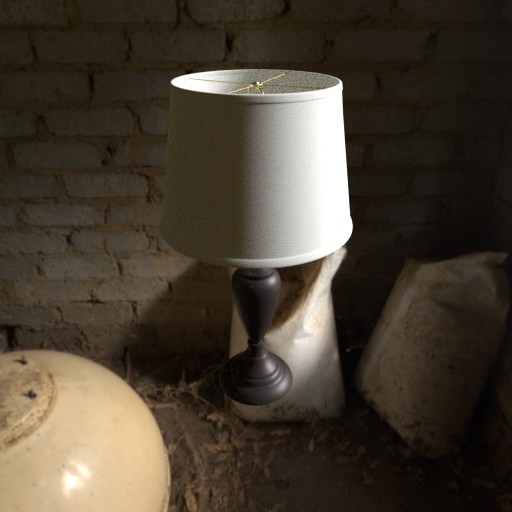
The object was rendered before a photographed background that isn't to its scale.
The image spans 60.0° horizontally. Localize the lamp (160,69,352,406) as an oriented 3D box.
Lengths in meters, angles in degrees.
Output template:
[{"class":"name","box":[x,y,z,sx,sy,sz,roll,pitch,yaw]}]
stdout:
[{"class":"lamp","box":[0.000,0.000,0.820,0.335,0.611,0.335,0,29,0]}]
